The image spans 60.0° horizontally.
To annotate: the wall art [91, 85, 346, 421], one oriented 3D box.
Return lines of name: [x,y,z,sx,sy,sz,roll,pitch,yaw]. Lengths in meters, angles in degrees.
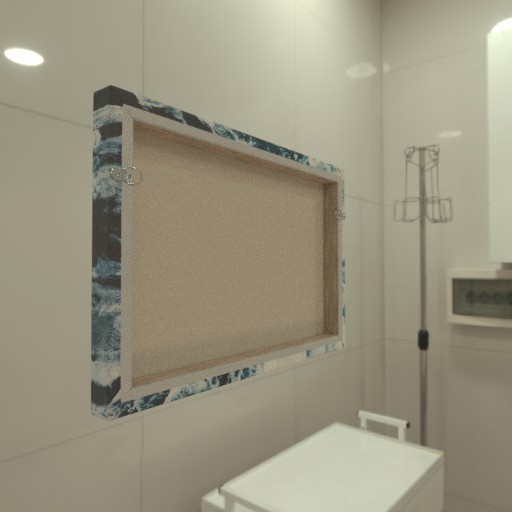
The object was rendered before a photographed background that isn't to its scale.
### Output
wall art: [0.000,0.000,0.781,0.043,0.407,0.609,-1,-2,39]
